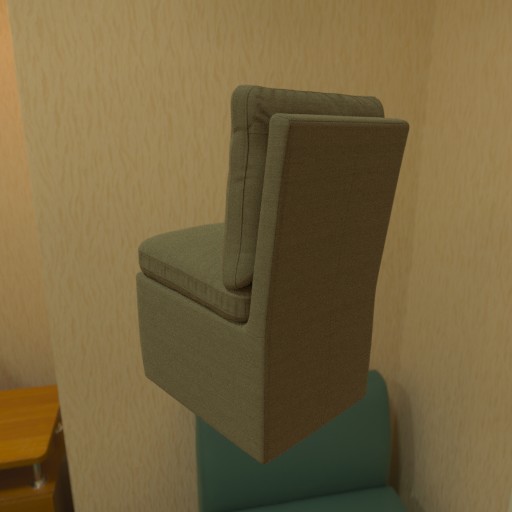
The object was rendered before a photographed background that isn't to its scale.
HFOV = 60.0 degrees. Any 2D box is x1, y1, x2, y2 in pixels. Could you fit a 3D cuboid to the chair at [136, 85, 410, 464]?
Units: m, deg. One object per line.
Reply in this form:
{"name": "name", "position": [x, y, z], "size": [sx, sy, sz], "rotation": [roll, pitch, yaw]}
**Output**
{"name": "chair", "position": [0.000, 0.000, 1.359], "size": [0.503, 0.927, 0.698], "rotation": [-14, 21, -41]}
